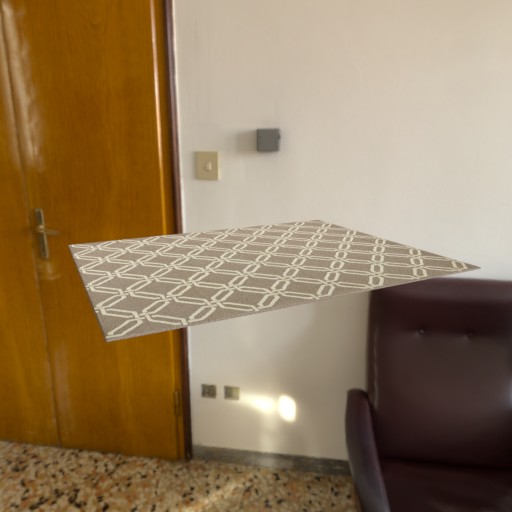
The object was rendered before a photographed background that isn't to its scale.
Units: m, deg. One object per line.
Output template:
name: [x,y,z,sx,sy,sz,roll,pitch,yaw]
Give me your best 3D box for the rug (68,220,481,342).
rug: [0.000,0.000,3.906,2.895,0.018,2.288,-8,17,-26]
